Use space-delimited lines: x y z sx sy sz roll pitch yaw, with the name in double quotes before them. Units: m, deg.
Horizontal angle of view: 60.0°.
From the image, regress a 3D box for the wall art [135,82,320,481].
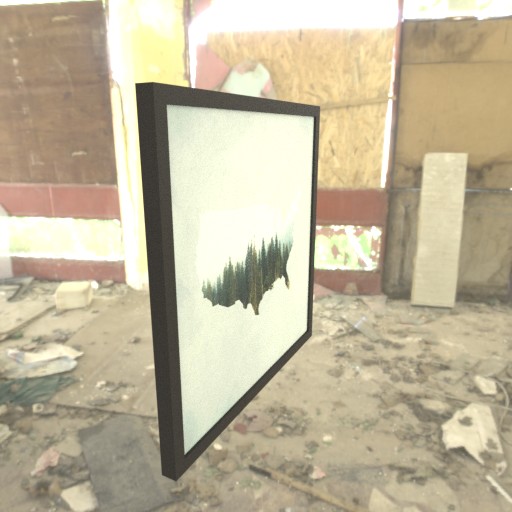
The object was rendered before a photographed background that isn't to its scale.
"wall art" 0.000 0.000 1.134 0.038 0.763 0.763 8 18 27
